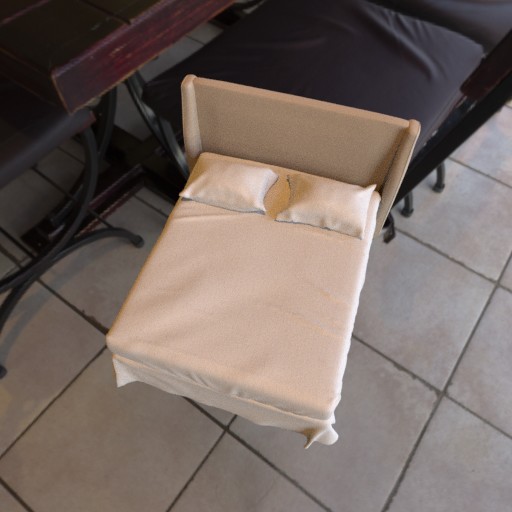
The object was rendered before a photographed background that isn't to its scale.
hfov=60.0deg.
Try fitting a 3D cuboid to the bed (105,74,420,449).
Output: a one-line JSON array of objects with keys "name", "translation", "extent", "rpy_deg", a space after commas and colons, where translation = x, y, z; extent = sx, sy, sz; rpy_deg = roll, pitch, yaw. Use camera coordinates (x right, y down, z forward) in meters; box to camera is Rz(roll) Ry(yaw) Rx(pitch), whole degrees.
[{"name": "bed", "translation": [0.000, 0.000, 3.466], "extent": [1.925, 1.332, 2.276], "rpy_deg": [15, 59, 9]}]
